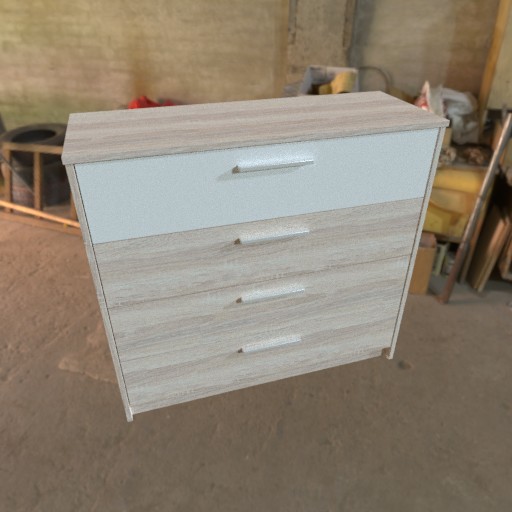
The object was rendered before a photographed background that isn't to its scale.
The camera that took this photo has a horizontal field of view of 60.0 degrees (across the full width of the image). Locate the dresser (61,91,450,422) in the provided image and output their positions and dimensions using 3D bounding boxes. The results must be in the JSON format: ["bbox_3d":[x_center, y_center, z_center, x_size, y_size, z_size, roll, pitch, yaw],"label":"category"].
[{"bbox_3d":[0.000,0.000,1.455,0.980,0.900,0.380,-9,34,-14],"label":"dresser"}]
